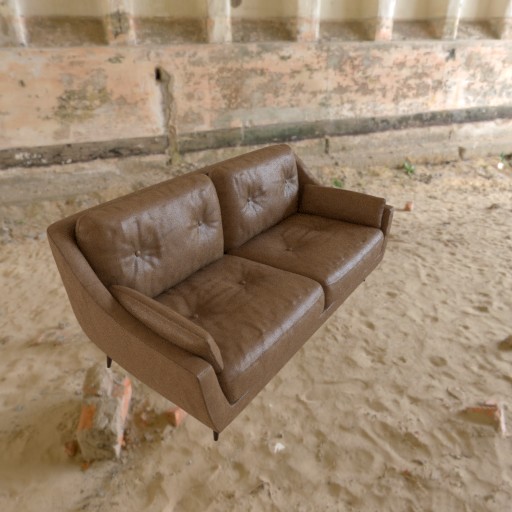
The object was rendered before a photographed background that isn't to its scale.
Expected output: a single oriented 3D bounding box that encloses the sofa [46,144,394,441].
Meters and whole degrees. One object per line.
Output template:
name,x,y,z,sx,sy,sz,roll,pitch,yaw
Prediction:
sofa,0.000,0.000,2.373,0.904,0.839,1.902,17,31,30
